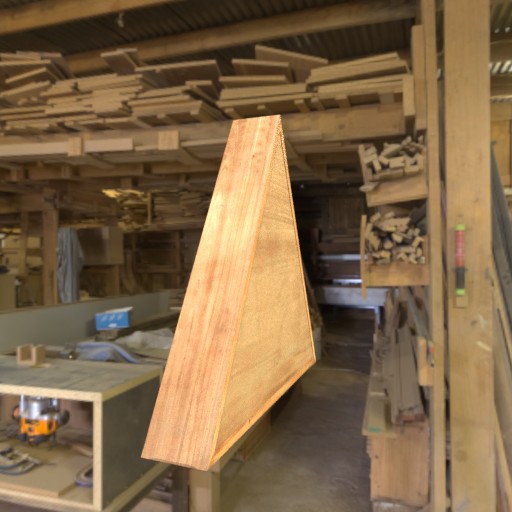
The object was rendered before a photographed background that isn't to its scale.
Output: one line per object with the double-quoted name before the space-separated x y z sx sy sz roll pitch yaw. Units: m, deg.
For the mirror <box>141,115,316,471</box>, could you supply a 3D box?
"mirror" 0.000 0.000 0.876 0.100 0.548 0.631 0 0 20
